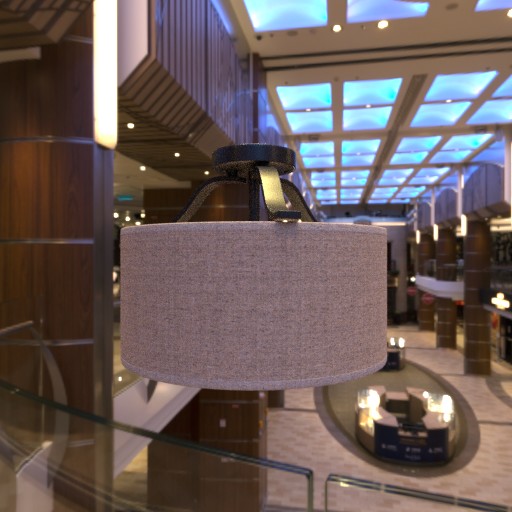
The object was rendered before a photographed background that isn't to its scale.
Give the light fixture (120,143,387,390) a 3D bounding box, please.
[{"bbox_3d":[0.000,0.000,0.666,0.390,0.306,0.390,0,0,0],"label":"light fixture"}]
